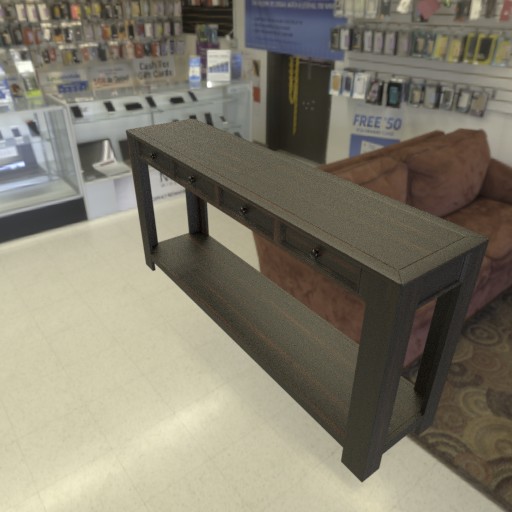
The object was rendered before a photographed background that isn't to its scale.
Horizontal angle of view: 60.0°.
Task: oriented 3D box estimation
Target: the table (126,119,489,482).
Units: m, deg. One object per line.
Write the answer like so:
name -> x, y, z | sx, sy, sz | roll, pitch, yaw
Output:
table -> 0.000, 0.000, 1.863 | 0.384, 0.762, 1.631 | -21, 37, -31
